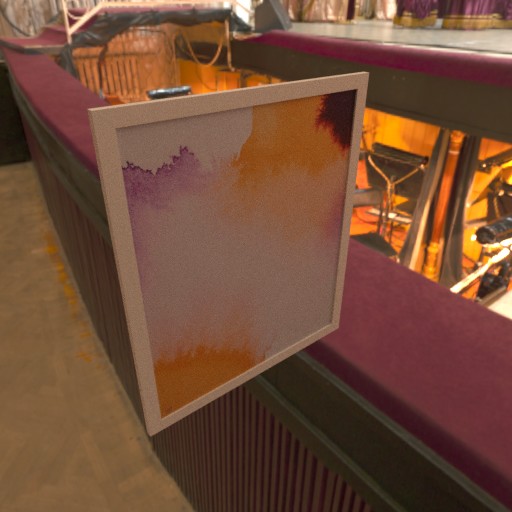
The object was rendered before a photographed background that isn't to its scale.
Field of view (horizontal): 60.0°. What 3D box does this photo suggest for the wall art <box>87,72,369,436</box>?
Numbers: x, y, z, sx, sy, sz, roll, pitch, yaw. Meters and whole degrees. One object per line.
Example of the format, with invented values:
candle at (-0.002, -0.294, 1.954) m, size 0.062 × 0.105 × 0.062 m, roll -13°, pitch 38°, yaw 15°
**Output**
wall art at (0.000, 0.000, 0.772) m, size 0.482 × 0.557 × 0.012 m, roll -22°, pitch 36°, yaw -32°
